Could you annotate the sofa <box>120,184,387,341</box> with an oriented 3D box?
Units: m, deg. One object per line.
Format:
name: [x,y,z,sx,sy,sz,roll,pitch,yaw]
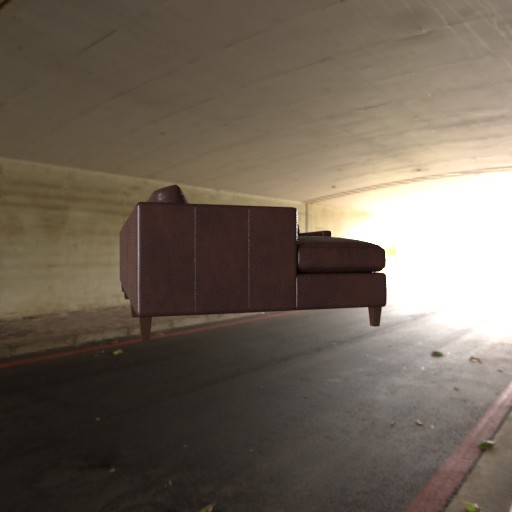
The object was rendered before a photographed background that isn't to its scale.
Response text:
sofa: [0.000,0.000,4.301,2.452,0.891,3.324,0,0,-19]
